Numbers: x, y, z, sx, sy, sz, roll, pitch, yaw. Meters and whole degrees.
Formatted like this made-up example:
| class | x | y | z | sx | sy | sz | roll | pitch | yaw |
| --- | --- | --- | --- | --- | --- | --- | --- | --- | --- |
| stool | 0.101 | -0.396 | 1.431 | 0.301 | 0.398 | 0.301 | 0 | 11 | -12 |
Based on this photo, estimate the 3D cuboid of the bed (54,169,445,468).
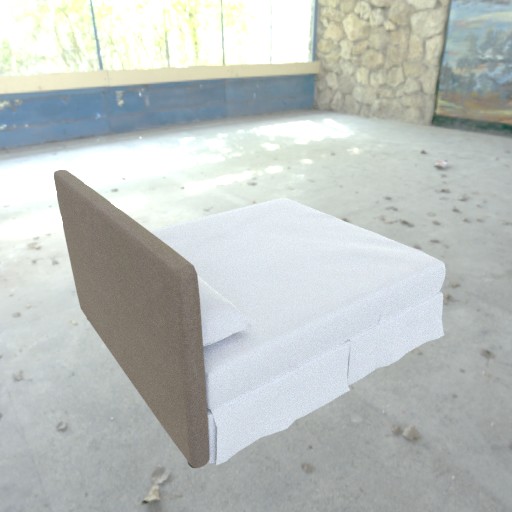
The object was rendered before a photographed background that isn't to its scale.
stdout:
| class | x | y | z | sx | sy | sz | roll | pitch | yaw |
| --- | --- | --- | --- | --- | --- | --- | --- | --- | --- |
| bed | 0.000 | 0.000 | 3.494 | 2.341 | 1.317 | 2.119 | -18 | 31 | -32 |
